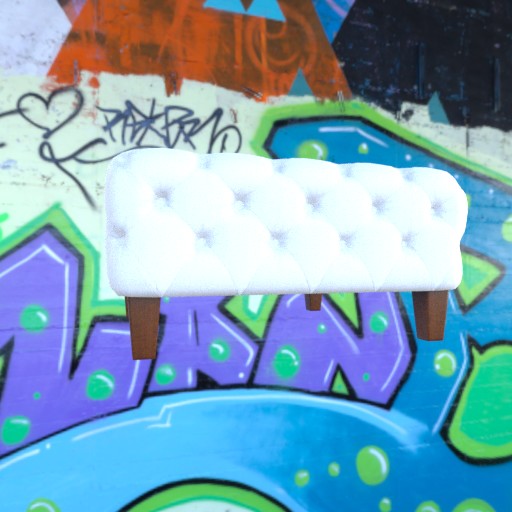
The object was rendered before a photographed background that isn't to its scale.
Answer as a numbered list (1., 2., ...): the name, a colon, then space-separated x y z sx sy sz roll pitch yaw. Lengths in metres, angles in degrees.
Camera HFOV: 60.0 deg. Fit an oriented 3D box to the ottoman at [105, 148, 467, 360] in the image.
1. ottoman: 0.000 0.000 1.186 0.753 0.376 0.755 0 -1 -17
